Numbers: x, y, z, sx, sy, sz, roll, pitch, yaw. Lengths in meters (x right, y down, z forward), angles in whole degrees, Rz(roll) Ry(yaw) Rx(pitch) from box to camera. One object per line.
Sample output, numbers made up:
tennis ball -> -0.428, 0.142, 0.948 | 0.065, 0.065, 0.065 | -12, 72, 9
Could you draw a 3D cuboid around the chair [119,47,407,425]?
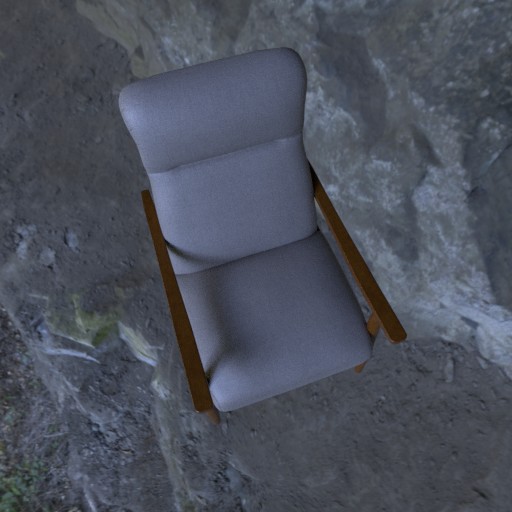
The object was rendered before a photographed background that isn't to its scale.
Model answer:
chair -> 0.000, 0.000, 1.770 | 0.762, 1.082, 1.032 | -17, 65, -8
